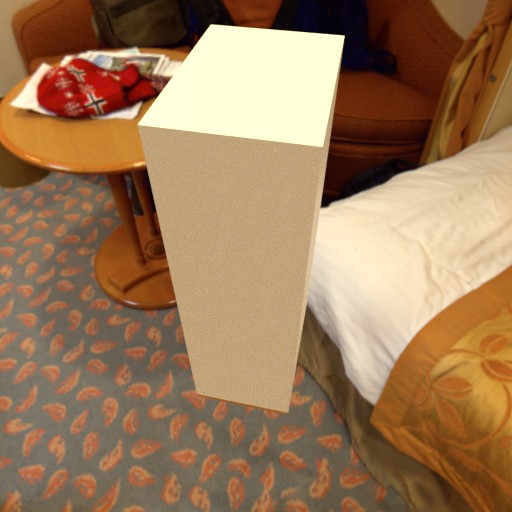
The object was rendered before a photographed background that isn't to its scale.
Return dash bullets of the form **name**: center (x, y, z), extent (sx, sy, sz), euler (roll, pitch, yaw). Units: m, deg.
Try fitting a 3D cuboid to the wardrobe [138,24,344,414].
- **wardrobe**: center (0.000, 0.000, 2.429), extent (0.600, 2.040, 0.860), euler (9, 48, 8)
